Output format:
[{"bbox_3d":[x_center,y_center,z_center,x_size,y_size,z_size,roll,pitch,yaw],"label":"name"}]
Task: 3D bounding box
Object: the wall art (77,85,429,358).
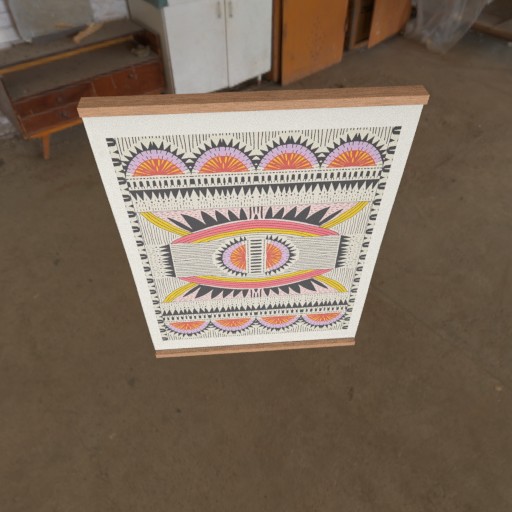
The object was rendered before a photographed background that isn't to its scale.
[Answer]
[{"bbox_3d":[0.000,0.000,0.800,0.456,0.609,0.028,-3,47,-3],"label":"wall art"}]
